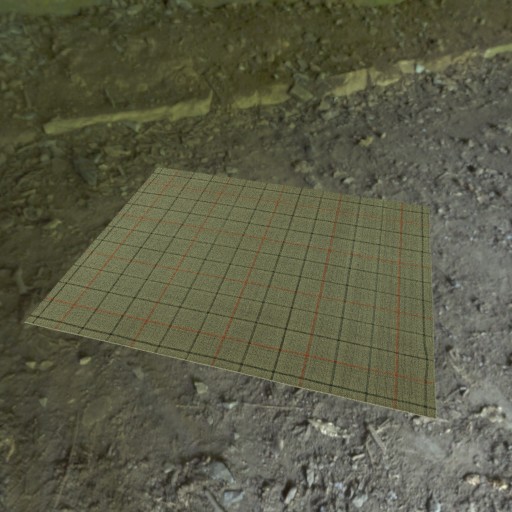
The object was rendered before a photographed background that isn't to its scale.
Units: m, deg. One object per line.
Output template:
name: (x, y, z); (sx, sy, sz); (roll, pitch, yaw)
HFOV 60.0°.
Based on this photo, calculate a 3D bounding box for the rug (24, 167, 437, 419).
rug: (0.000, 0.000, 4.005); (3.048, 0.012, 2.444); (10, 42, 11)
